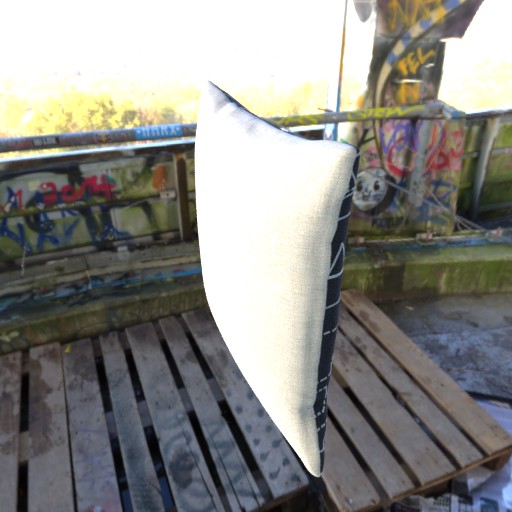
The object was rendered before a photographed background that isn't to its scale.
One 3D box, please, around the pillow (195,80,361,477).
[{"bbox_3d":[0.000,0.000,0.761,0.158,0.508,0.517,-11,31,-19],"label":"pillow"}]
